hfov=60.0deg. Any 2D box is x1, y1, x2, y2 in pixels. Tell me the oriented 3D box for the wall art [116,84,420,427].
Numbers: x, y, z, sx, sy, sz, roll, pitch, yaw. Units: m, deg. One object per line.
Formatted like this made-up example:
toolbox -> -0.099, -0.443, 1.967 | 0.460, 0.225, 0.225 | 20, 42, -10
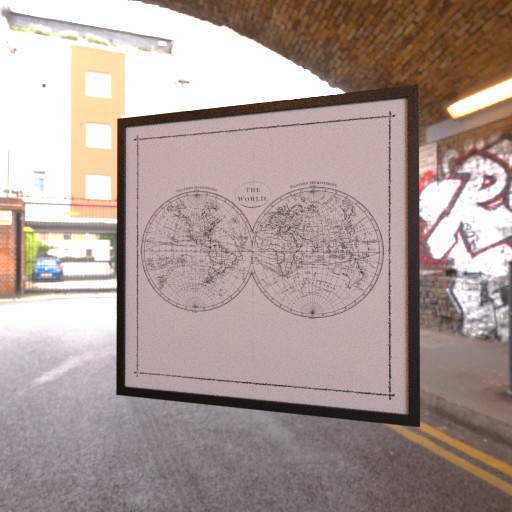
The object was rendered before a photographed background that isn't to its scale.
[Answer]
wall art -> 0.000, 0.000, 0.474 | 0.327, 0.318, 0.029 | 0, -1, 18
